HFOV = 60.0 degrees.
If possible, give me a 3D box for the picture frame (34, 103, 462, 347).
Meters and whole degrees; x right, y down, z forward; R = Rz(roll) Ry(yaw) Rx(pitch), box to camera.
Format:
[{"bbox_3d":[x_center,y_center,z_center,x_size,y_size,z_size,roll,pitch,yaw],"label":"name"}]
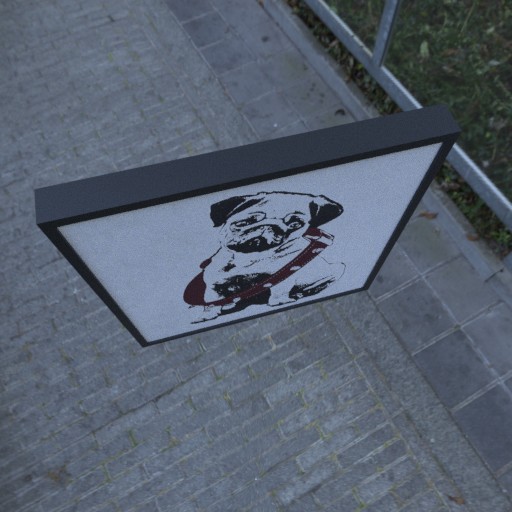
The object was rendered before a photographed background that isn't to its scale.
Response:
[{"bbox_3d":[0.000,0.000,0.467,0.317,0.317,0.030,-14,64,-7],"label":"picture frame"}]
